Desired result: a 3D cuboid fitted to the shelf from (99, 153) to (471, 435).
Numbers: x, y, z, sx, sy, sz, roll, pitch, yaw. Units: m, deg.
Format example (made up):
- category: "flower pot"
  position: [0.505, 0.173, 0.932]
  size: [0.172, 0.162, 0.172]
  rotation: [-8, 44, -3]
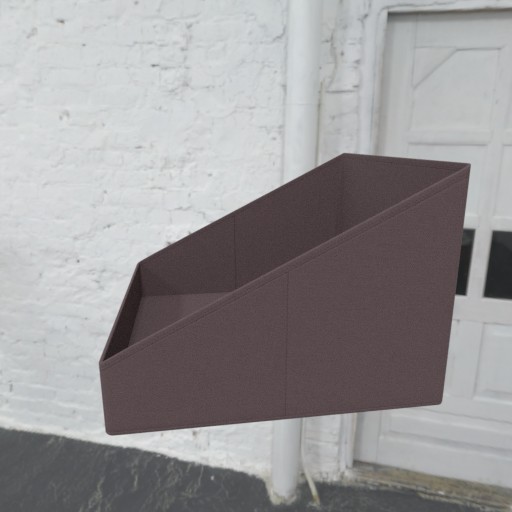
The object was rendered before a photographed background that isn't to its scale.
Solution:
- category: "shelf"
  position: [0.000, 0.000, 0.482]
  size: [0.292, 0.210, 0.292]
  rotation: [-2, 15, -8]
